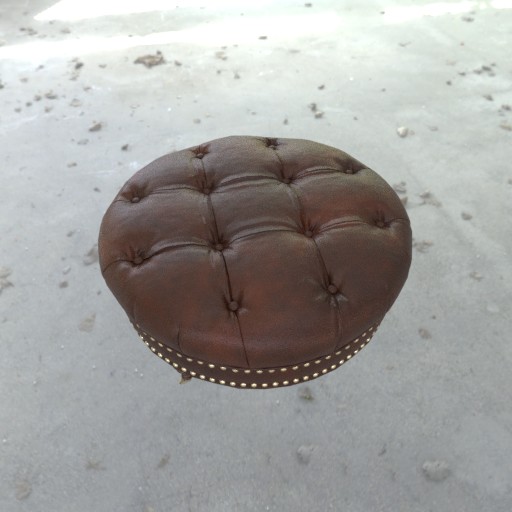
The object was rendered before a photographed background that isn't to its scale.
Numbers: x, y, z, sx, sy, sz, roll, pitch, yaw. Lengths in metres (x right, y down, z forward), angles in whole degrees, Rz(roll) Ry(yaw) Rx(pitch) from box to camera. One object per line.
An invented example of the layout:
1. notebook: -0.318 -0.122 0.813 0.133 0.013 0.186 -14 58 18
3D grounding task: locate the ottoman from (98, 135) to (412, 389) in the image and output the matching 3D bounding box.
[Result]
1. ottoman: 0.000 0.000 1.395 0.901 0.455 0.901 0 46 0
